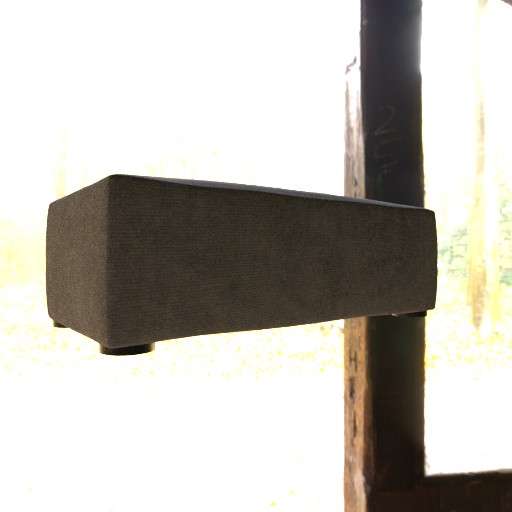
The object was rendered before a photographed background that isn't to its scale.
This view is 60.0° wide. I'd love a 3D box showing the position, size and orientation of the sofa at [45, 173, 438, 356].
[{"bbox_3d":[0.000,0.000,1.149,0.930,0.330,0.480,0,0,-36],"label":"sofa"}]
